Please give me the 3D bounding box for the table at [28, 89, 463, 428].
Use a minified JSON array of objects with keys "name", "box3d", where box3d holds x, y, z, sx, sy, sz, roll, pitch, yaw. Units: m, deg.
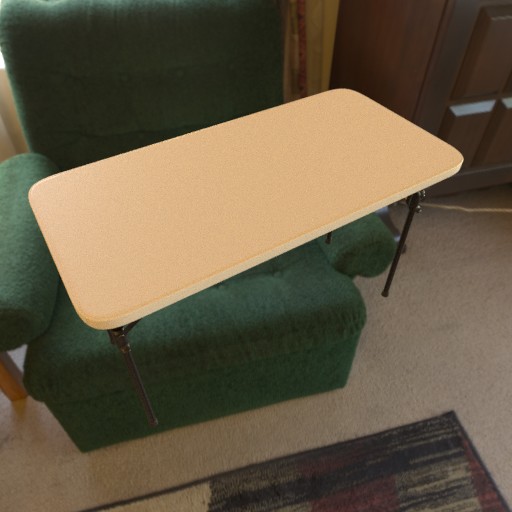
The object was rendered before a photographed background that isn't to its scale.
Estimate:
[{"name":"table","box3d":[0.000,0.000,1.588,1.219,0.729,0.610,-24,50,-22]}]
